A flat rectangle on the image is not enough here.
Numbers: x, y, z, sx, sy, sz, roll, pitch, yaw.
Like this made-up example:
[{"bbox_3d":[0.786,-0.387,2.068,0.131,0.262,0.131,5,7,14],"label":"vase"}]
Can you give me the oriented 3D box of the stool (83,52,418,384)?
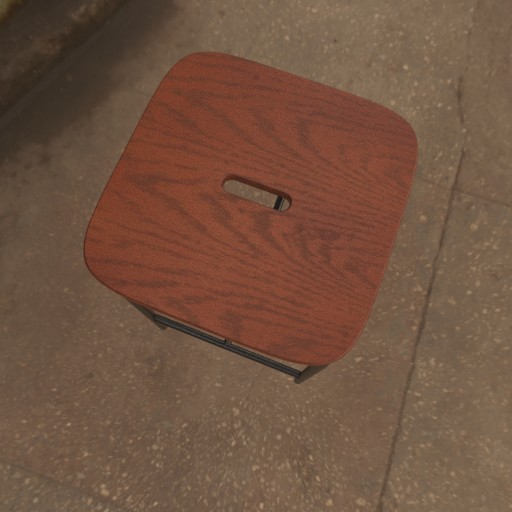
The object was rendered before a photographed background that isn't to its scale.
[{"bbox_3d":[0.000,0.000,0.845,0.376,0.610,0.376,21,76,5],"label":"stool"}]
